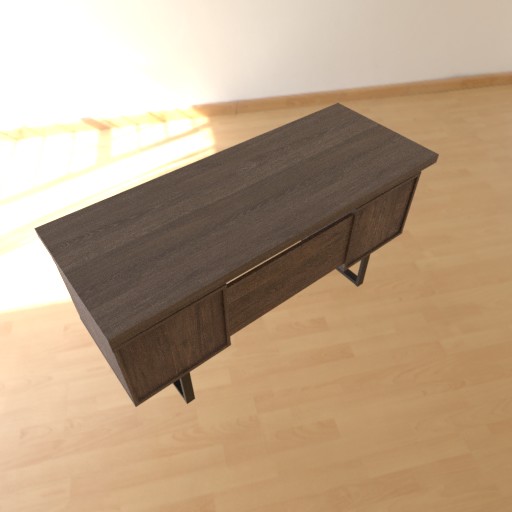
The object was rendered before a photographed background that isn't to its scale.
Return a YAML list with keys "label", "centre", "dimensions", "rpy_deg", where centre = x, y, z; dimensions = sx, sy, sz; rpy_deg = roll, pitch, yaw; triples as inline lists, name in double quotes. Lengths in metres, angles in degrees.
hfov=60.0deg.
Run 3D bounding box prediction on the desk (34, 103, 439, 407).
- label: "desk"
  centre: [0.000, 0.000, 2.002]
  dimensions: [1.524, 0.760, 0.600]
  rpy_deg: [-29, 52, -26]
